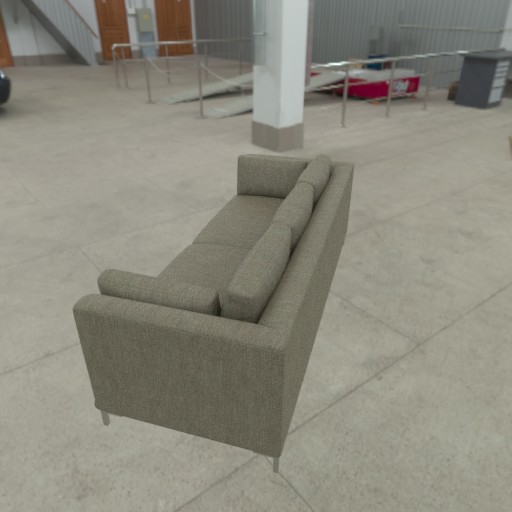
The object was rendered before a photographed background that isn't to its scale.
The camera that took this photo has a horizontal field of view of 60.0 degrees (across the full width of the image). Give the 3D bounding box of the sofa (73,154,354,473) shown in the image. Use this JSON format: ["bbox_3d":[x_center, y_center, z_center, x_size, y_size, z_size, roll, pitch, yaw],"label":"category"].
[{"bbox_3d":[0.000,0.000,2.945,0.969,0.867,2.415,9,30,15],"label":"sofa"}]
